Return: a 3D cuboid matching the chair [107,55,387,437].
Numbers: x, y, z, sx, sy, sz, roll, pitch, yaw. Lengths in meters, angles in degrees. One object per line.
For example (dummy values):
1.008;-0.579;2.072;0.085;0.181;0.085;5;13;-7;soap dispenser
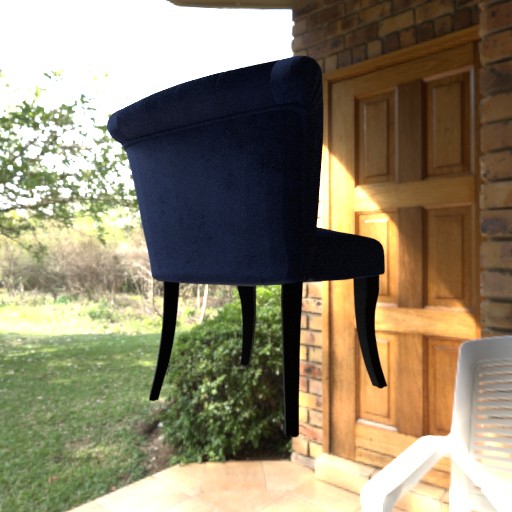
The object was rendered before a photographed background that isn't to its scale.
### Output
0.000;0.000;1.177;0.585;0.753;0.606;-1;-1;35;chair
